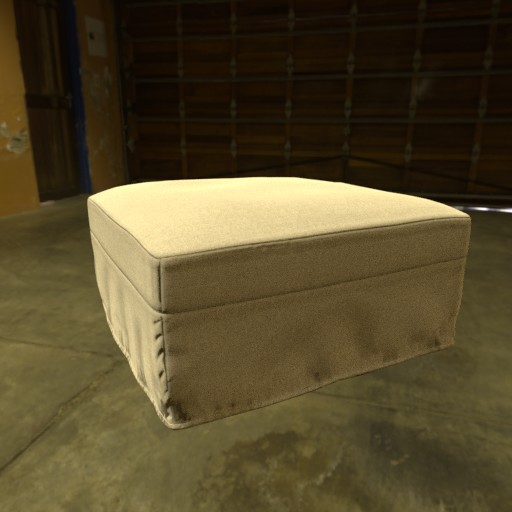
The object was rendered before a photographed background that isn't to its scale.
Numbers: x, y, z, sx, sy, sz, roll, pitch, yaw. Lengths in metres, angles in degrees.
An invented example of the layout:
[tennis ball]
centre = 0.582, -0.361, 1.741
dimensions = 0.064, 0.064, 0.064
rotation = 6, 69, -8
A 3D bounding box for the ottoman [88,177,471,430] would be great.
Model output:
[ottoman]
centre = 0.000, 0.000, 1.328
dimensions = 0.840, 0.436, 0.843
rotation = -8, 18, -27
